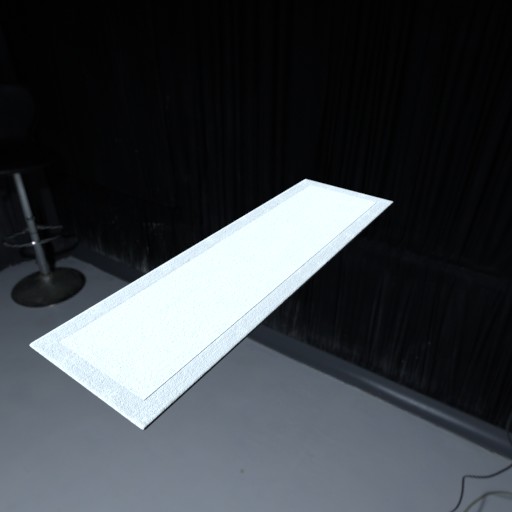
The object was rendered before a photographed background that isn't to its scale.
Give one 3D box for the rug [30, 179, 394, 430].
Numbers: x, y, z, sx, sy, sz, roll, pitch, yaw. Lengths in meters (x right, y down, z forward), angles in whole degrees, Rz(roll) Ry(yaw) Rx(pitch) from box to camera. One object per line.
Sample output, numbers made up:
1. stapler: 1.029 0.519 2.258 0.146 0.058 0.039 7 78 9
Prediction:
1. rug: 0.000 0.000 2.637 0.759 0.012 2.430 21 37 30
